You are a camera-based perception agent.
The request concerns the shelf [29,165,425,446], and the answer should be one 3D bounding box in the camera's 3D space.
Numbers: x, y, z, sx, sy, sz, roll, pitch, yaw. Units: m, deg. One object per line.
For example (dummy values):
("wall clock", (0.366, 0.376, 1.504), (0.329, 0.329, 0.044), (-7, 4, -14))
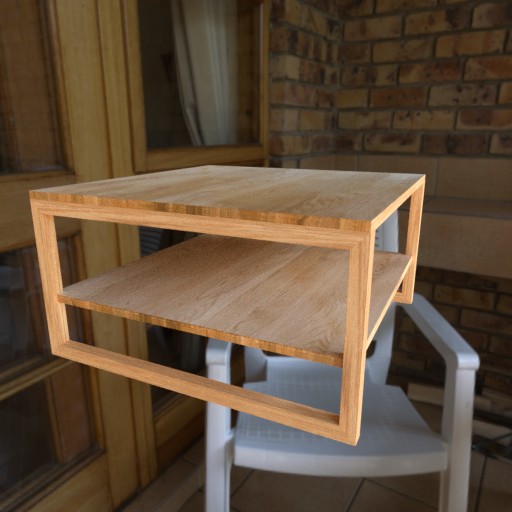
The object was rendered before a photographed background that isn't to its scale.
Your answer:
("shelf", (0.000, 0.000, 1.436), (0.899, 0.480, 0.899), (8, 18, 25))
